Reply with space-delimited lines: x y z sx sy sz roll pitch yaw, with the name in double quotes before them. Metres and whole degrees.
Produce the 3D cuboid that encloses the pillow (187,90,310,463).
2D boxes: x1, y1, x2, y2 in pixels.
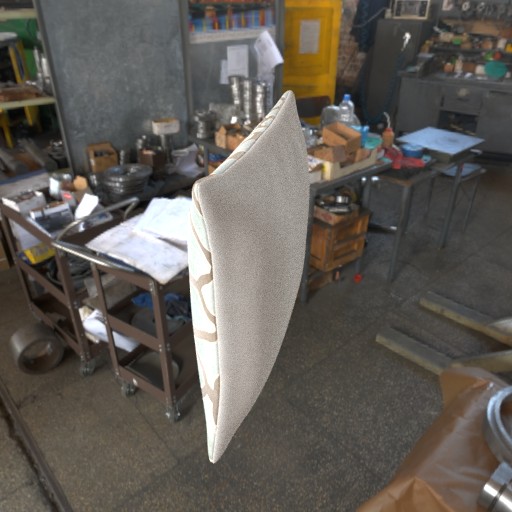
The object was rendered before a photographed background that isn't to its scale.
"pillow" 0.000 0.000 0.847 0.166 0.508 0.552 8 32 12
